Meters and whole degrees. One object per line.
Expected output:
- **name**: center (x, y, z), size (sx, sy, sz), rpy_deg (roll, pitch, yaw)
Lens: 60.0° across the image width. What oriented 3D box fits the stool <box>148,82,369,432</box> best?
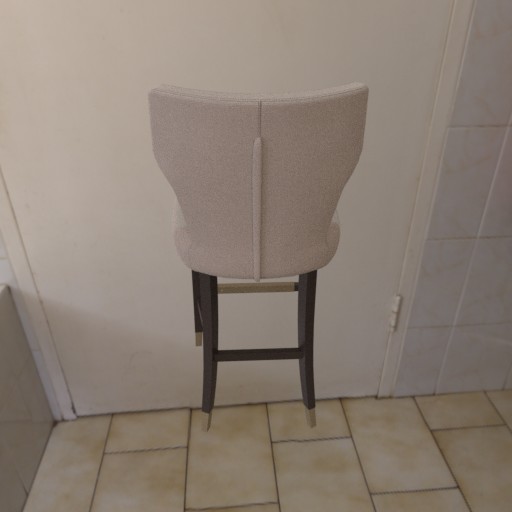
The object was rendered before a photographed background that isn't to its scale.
- **stool**: center (0.000, 0.000, 1.420), size (0.526, 1.092, 0.563), rpy_deg (-1, 30, -2)
